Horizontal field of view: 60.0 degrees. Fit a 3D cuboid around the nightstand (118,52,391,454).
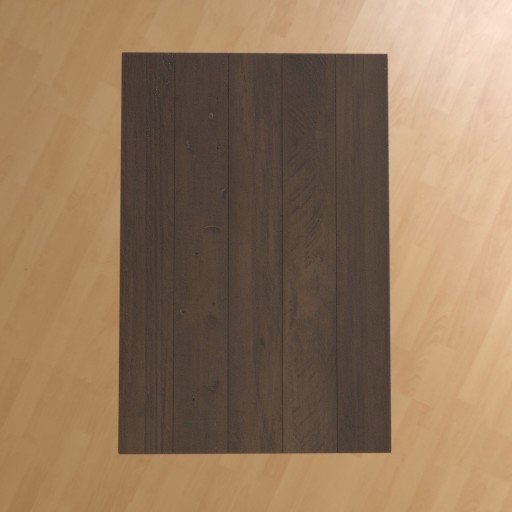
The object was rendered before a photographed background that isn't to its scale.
[{"bbox_3d":[0.000,0.000,1.017,0.450,0.599,0.650,0,88,-1],"label":"nightstand"}]
